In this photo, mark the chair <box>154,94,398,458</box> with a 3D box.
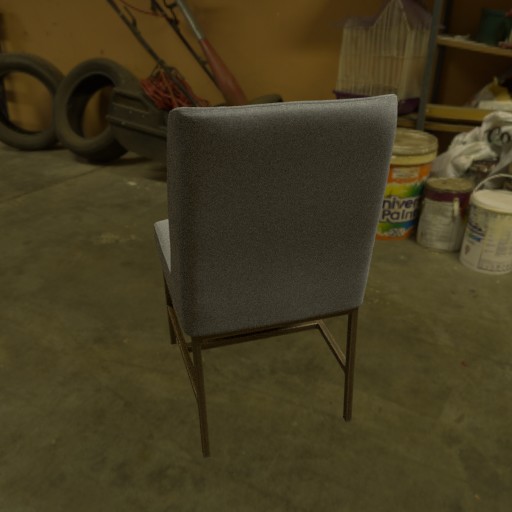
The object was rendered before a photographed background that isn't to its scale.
[{"bbox_3d":[0.000,0.000,1.213,0.508,0.889,0.587,-8,29,-15],"label":"chair"}]
